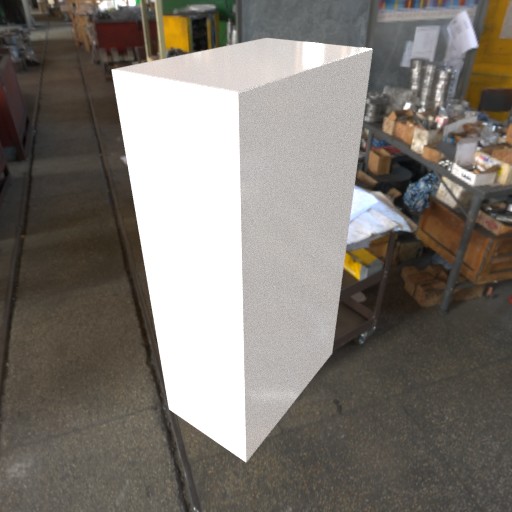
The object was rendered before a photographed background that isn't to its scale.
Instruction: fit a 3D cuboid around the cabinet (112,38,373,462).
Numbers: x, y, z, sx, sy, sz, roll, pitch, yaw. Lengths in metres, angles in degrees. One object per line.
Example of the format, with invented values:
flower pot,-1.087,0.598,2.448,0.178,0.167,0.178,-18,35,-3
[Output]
cabinet,0.000,0.000,2.322,0.580,1.920,0.980,22,39,29
